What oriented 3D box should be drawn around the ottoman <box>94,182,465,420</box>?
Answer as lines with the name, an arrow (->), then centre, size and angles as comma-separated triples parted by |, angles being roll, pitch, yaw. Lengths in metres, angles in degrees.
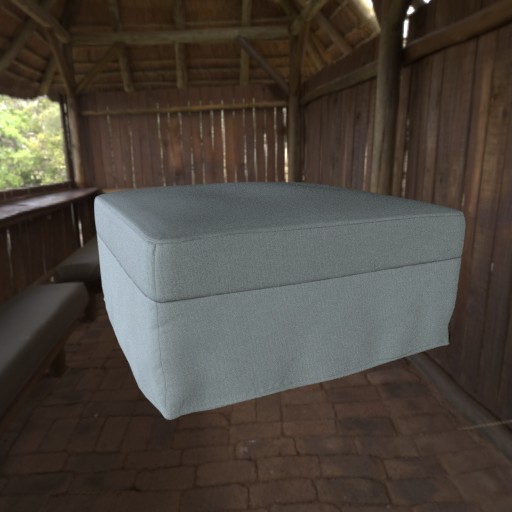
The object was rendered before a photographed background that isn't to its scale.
ottoman -> 0.000, 0.000, 1.357 | 0.843, 0.441, 0.842 | -7, 15, -25
